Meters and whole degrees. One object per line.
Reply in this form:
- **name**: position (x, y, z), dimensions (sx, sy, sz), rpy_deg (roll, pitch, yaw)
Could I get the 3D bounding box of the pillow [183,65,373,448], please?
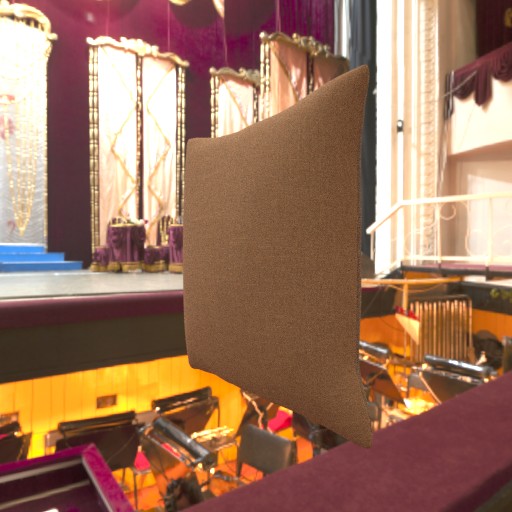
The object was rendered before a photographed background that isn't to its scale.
- **pillow**: position (0.000, 0.000, 0.785), dimensions (0.178, 0.506, 0.512), rpy_deg (-1, 1, -36)
